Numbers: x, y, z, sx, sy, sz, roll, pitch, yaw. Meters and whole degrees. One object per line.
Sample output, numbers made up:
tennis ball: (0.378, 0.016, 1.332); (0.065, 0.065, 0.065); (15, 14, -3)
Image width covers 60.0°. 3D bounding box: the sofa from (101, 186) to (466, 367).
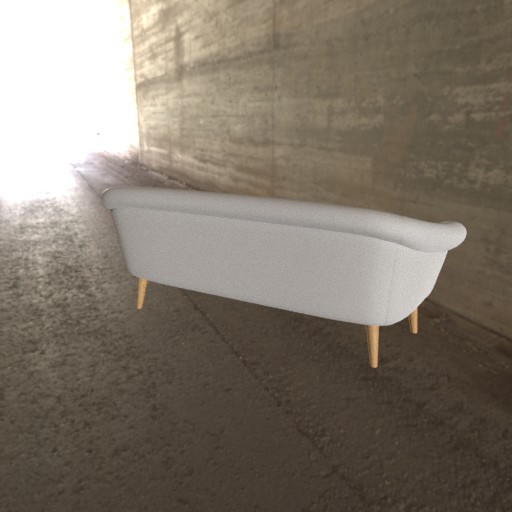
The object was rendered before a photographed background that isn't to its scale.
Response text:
sofa: (0.000, 0.000, 2.597); (2.160, 0.795, 0.827); (9, 19, 27)
